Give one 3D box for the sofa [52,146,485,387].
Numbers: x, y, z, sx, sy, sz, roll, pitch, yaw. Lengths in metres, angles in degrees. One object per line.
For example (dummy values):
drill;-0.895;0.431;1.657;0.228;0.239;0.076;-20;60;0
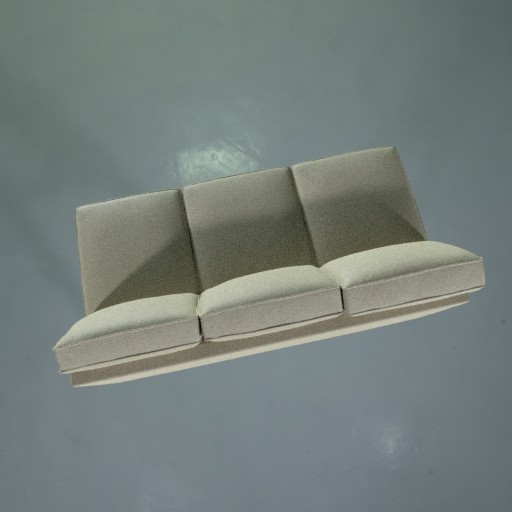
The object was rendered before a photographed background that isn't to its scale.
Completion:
sofa;0.000;0.000;2.477;1.962;0.973;1.027;-12;75;-3
